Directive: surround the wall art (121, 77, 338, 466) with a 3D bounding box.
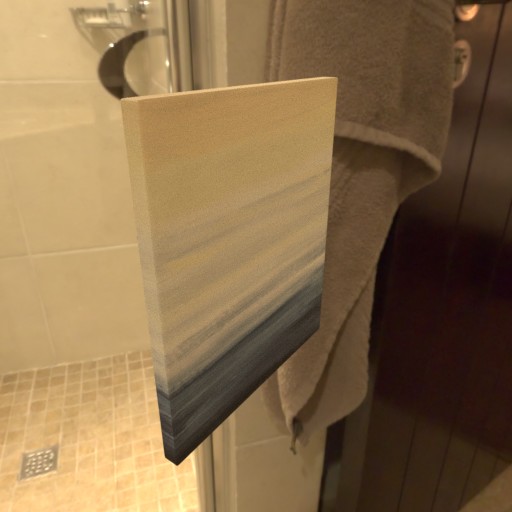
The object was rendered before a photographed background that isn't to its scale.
[{"bbox_3d":[0.000,0.000,0.983,0.041,0.710,0.608,17,30,32],"label":"wall art"}]
